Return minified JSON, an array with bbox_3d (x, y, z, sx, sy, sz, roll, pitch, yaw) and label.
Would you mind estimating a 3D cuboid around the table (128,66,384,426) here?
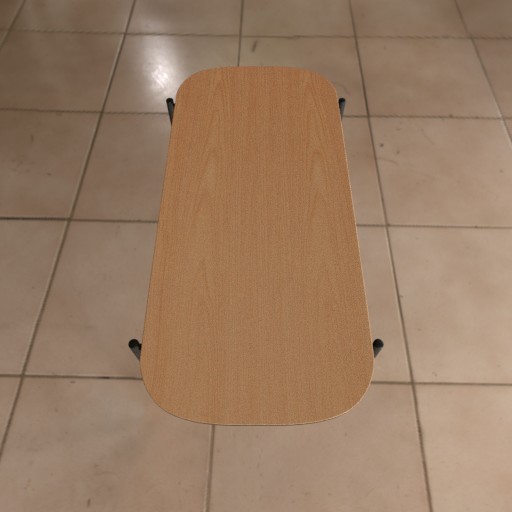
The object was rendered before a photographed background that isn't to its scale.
[{"bbox_3d":[0.000,0.000,1.006,0.400,0.400,0.800,0,59,0],"label":"table"}]
